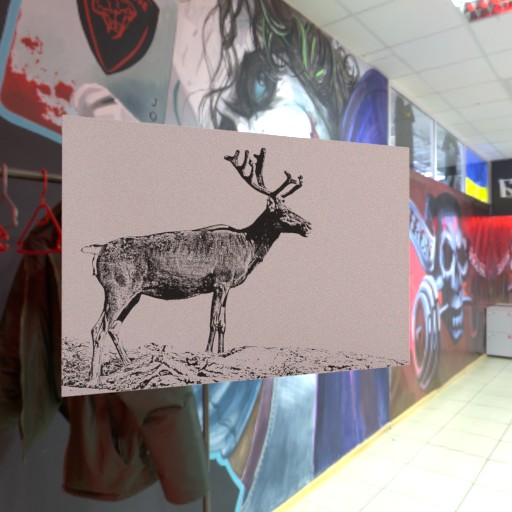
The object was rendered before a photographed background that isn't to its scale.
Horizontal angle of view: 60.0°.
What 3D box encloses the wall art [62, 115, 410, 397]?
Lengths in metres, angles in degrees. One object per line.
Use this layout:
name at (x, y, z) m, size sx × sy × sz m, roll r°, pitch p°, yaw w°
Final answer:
wall art at (0.000, 0.000, 1.128) m, size 0.906 × 0.617 × 0.033 m, roll 0°, pitch 0°, yaw -18°
